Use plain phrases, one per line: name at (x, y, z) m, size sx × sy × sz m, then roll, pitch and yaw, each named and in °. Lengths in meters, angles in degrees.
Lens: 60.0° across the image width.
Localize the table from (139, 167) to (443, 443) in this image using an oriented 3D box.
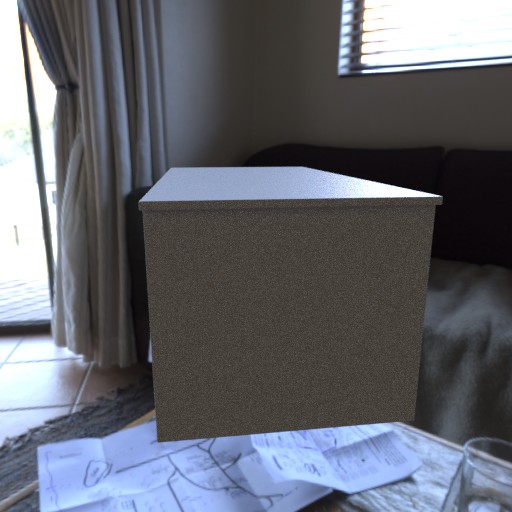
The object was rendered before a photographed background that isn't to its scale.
table at (0.000, 0.000, 1.248) m, size 0.500 × 0.441 × 1.000 m, roll -2°, pitch 14°, yaw -8°
